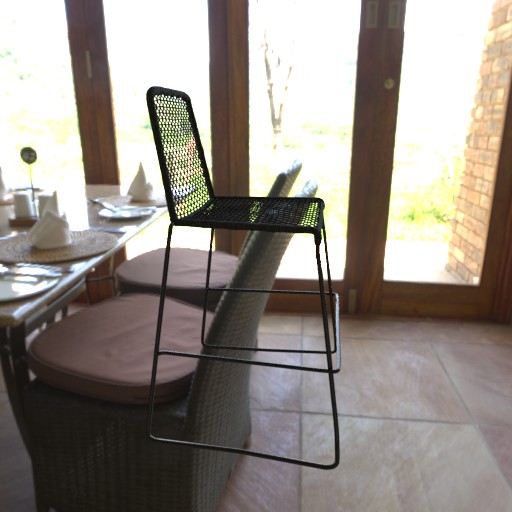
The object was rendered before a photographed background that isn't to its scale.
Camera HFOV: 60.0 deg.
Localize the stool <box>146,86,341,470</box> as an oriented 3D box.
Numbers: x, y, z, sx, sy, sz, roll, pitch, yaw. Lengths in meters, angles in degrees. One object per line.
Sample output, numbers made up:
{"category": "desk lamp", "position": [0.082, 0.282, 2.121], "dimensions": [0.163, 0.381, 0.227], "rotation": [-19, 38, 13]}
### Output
{"category": "stool", "position": [0.000, 0.000, 1.269], "dimensions": [0.509, 0.905, 0.590], "rotation": [3, 17, 9]}
